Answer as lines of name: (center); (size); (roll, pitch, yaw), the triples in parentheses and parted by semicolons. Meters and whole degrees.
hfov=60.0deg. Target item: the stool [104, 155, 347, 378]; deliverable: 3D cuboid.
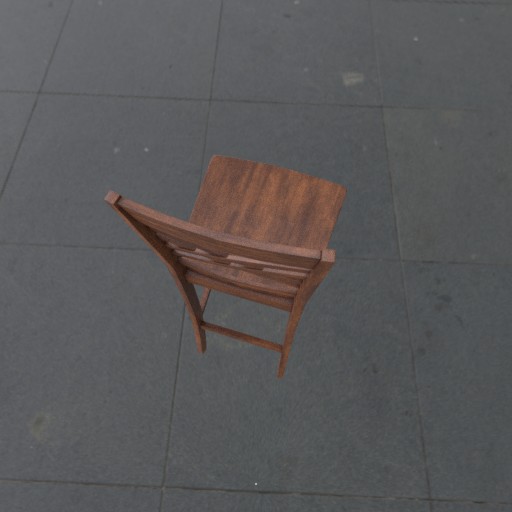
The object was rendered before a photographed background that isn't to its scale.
stool: (0.000, 0.000, 1.359); (0.426, 1.098, 0.504); (16, 64, 8)
